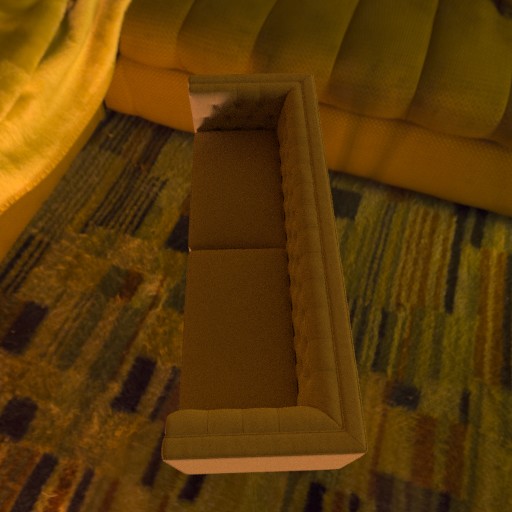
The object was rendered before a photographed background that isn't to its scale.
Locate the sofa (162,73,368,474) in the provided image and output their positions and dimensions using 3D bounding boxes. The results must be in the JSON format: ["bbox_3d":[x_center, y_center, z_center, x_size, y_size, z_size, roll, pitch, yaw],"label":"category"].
[{"bbox_3d":[0.000,0.000,2.500,0.775,0.762,2.159,-2,60,-1],"label":"sofa"}]
